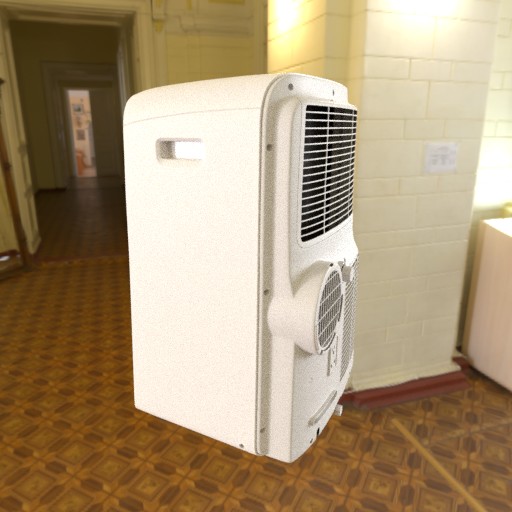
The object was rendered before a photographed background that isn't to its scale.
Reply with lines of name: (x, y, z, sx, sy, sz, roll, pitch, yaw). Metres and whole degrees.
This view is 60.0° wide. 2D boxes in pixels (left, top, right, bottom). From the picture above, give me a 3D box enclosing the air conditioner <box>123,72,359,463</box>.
air conditioner: (0.000, 0.000, 1.050, 0.467, 0.765, 0.478, 8, 18, 25)
